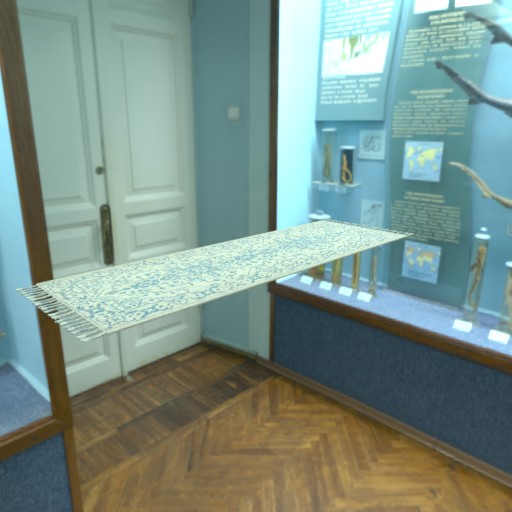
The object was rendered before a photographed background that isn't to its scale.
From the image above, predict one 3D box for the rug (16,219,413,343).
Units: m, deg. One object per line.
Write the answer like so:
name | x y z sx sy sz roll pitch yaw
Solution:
rug | 0.000 0.000 2.654 2.449 0.011 0.774 -15 22 -42
